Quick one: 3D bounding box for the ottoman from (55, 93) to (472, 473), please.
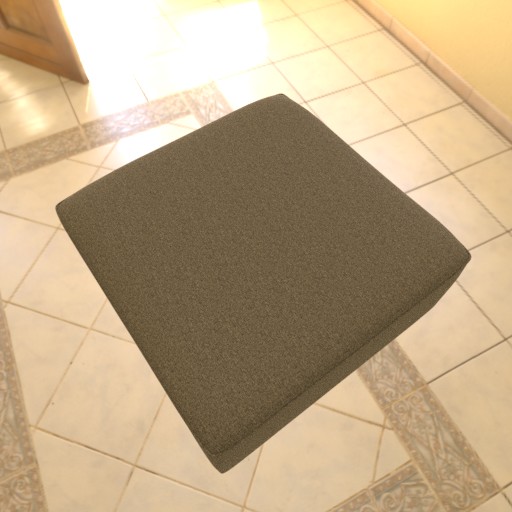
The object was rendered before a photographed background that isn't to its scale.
[{"bbox_3d":[0.000,0.000,1.598,1.015,0.464,1.005,-32,64,-18],"label":"ottoman"}]
